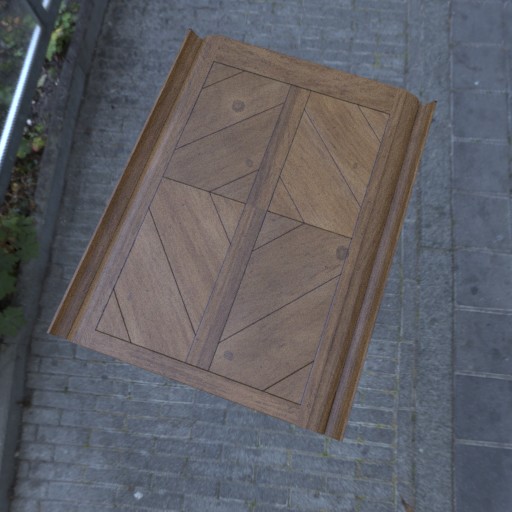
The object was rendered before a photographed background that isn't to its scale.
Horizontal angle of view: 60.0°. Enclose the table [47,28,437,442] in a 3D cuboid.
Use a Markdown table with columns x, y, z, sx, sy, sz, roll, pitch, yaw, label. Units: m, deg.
| x | y | z | sx | sy | sz | roll | pitch | yaw | label |
| --- | --- | --- | --- | --- | --- | --- | --- | --- | --- |
| 0.000 | 0.000 | 1.278 | 0.591 | 0.763 | 0.746 | 19 | 76 | 5 | table |
